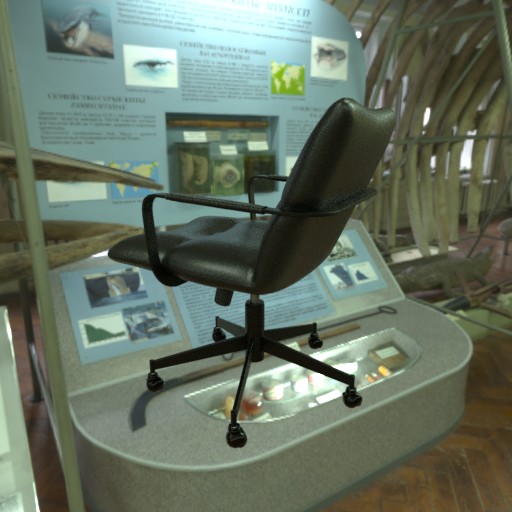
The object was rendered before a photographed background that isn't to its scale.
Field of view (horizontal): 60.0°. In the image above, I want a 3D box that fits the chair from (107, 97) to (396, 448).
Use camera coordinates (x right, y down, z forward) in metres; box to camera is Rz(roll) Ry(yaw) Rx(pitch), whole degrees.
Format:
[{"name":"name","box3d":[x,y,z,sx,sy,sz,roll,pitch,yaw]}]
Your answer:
[{"name":"chair","box3d":[0.000,0.000,1.445,0.748,0.922,0.719,8,17,26]}]
